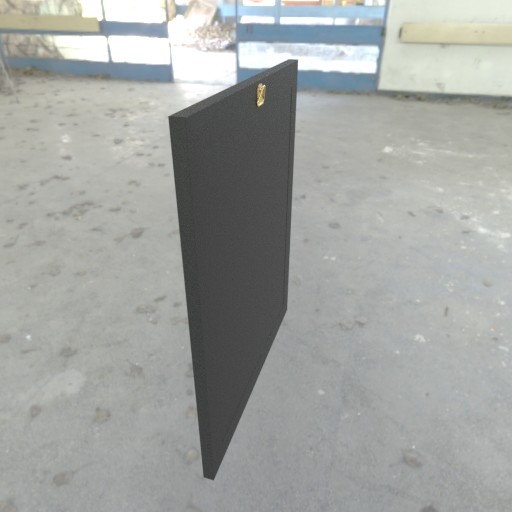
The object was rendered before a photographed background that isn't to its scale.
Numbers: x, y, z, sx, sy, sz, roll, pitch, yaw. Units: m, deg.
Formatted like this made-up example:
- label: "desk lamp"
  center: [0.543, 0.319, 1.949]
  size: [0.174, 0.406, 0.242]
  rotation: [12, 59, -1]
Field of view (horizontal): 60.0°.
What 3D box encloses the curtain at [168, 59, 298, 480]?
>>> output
- label: "curtain"
  center: [0.000, 0.000, 0.781]
  size: [0.027, 0.585, 0.483]
  rotation: [9, 32, 15]
